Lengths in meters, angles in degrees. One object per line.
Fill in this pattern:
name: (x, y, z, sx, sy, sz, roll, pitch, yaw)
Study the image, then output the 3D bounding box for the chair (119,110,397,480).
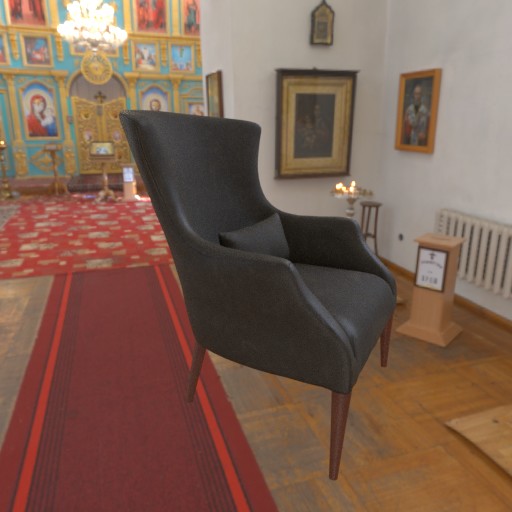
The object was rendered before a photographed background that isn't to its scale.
chair: (0.000, 0.000, 1.675, 0.954, 1.068, 0.819, 8, 17, 26)
